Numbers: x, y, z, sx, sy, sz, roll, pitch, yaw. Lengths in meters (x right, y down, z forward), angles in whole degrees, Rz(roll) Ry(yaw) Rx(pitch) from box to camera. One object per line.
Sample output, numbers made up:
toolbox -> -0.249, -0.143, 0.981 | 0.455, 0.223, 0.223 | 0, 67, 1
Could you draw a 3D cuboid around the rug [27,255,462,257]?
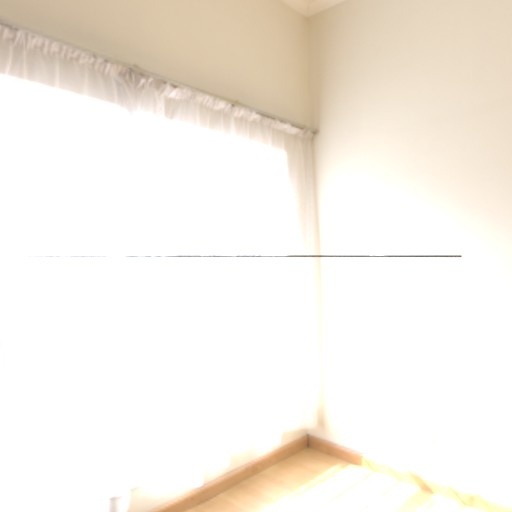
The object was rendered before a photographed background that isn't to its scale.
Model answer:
rug -> 0.000, 0.000, 2.225 | 1.752, 0.006, 1.142 | 0, 0, 18
